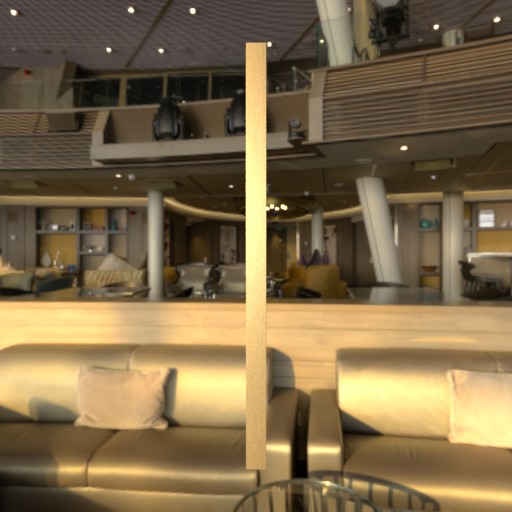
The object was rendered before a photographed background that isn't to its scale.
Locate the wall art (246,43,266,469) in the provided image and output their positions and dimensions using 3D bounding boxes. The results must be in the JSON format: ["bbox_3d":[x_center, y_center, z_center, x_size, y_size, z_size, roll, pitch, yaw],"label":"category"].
[{"bbox_3d":[0.000,0.000,1.178,0.036,0.765,0.767,0,0,0],"label":"wall art"}]
